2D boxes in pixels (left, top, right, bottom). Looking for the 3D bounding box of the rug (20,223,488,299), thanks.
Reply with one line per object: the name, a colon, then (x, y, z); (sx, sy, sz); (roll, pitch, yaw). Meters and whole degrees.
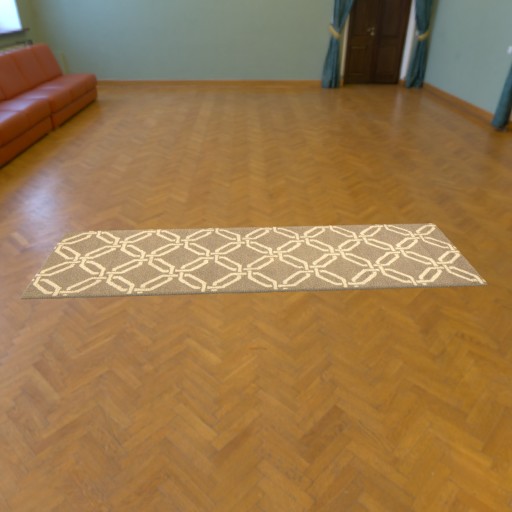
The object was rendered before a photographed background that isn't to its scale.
rug: (0.000, 0.000, 2.441); (2.276, 0.014, 0.678); (-1, 31, -2)
